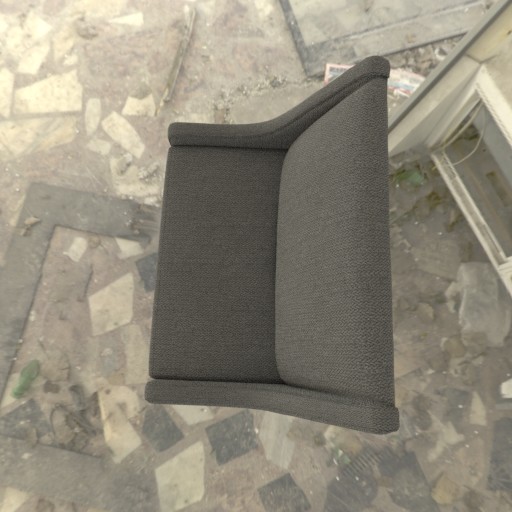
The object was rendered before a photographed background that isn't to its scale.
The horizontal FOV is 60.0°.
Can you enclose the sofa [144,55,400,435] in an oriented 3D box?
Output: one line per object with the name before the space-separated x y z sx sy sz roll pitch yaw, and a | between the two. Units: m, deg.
sofa | 0.000 0.000 1.862 0.873 1.022 1.242 2 78 0
